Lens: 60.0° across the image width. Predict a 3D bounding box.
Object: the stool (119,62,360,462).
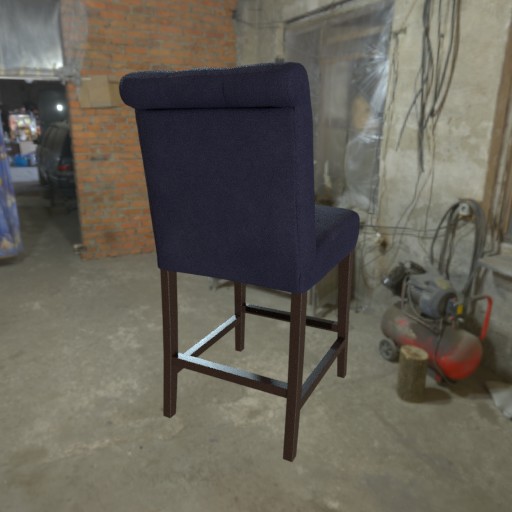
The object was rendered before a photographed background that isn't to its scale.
[{"bbox_3d":[0.000,0.000,1.341,0.493,1.010,0.601,8,19,26],"label":"stool"}]
